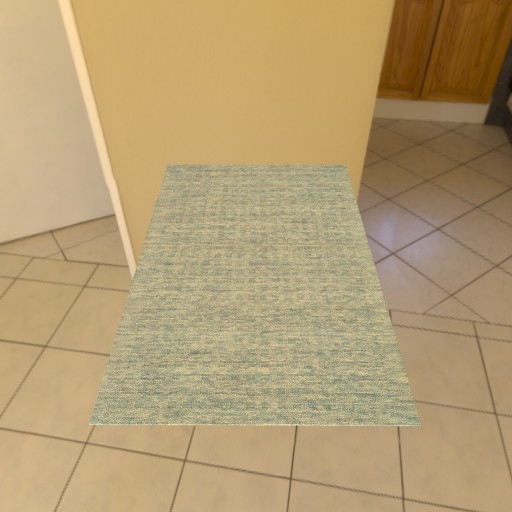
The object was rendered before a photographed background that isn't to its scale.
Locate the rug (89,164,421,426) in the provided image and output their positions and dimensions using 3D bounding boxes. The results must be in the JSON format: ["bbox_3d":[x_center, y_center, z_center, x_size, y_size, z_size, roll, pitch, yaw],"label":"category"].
[{"bbox_3d":[0.000,0.000,2.182,1.142,0.006,1.752,0,42,0],"label":"rug"}]
